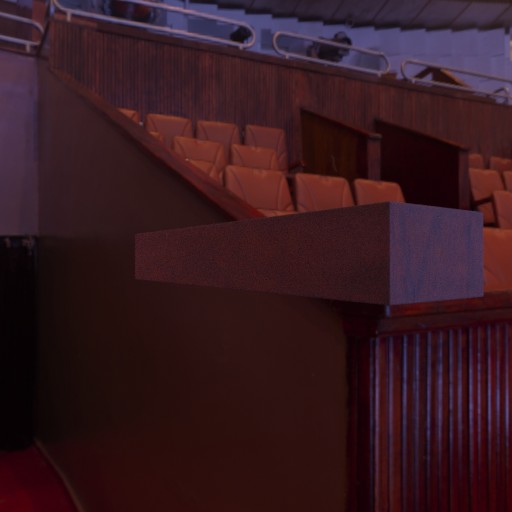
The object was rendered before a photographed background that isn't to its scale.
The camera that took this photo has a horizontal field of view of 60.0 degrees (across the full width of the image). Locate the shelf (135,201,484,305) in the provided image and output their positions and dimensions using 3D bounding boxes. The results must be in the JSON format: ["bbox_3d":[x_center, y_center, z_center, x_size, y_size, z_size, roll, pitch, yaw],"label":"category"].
[{"bbox_3d":[0.000,0.000,0.666,0.152,0.088,0.607,0,-1,-35],"label":"shelf"}]
